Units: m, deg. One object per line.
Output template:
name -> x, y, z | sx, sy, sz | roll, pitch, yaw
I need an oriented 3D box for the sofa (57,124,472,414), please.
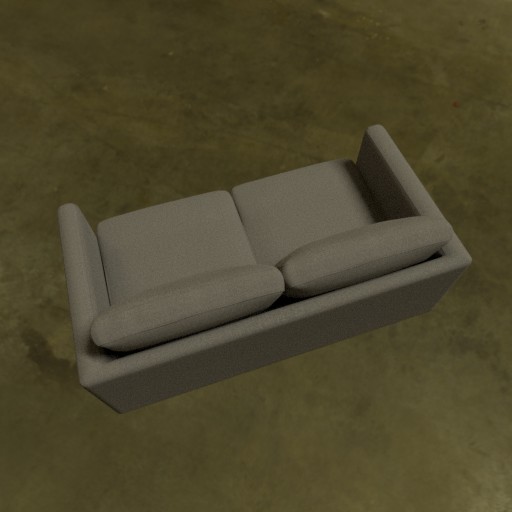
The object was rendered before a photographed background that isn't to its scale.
sofa -> 0.000, 0.000, 2.223 | 1.713, 0.866, 0.940 | -16, 61, -9
